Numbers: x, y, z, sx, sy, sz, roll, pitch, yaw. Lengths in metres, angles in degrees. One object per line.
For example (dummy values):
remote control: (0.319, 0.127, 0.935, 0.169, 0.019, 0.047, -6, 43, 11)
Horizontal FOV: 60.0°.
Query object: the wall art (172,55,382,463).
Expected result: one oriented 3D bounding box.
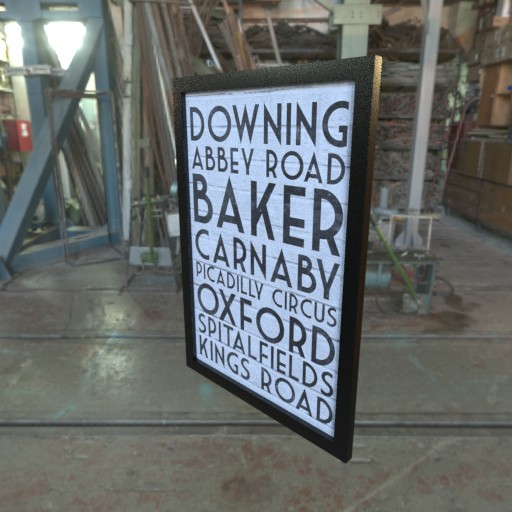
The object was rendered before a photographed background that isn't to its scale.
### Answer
wall art: (0.000, 0.000, 0.841, 0.462, 0.656, 0.019, 16, 23, 43)
